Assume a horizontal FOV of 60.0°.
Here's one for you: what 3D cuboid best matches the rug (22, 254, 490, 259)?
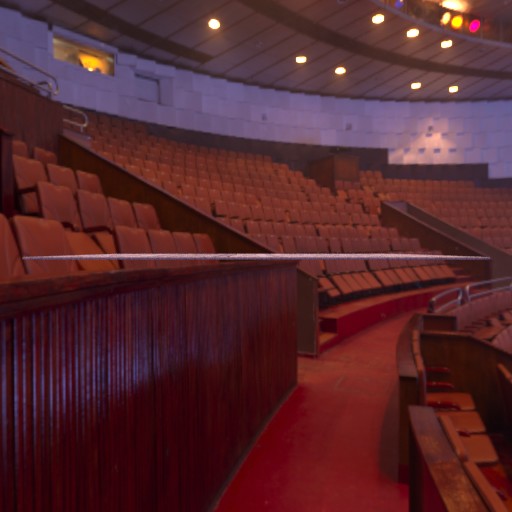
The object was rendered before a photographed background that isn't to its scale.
[{"bbox_3d":[0.000,0.000,3.073,2.444,0.012,1.526,0,1,0],"label":"rug"}]
